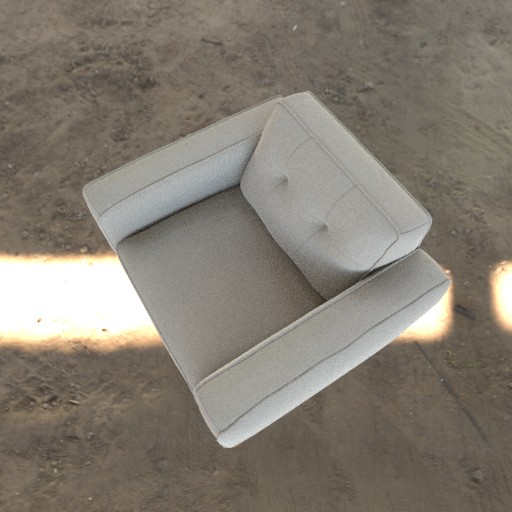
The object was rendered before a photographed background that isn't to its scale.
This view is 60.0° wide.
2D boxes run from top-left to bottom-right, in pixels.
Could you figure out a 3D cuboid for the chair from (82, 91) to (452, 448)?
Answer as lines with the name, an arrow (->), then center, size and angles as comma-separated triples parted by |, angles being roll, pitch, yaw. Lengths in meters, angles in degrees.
chair -> 0.000, 0.000, 1.773 | 0.953, 0.779, 1.115 | -29, 66, -14
